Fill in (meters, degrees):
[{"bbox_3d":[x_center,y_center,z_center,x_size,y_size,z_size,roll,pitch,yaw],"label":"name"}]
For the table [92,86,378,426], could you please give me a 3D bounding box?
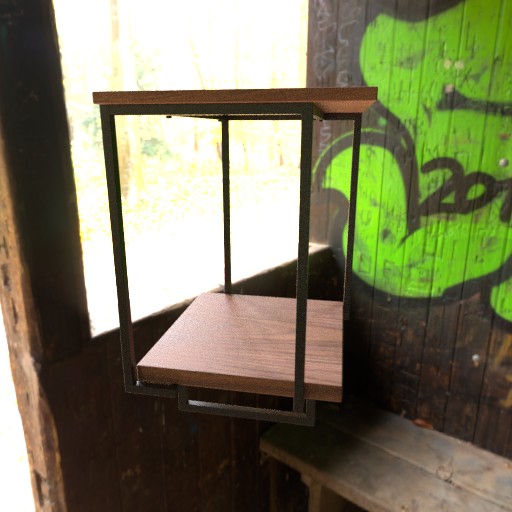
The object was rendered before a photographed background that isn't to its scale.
[{"bbox_3d":[0.000,0.000,0.849,0.384,0.567,0.411,3,16,11],"label":"table"}]
